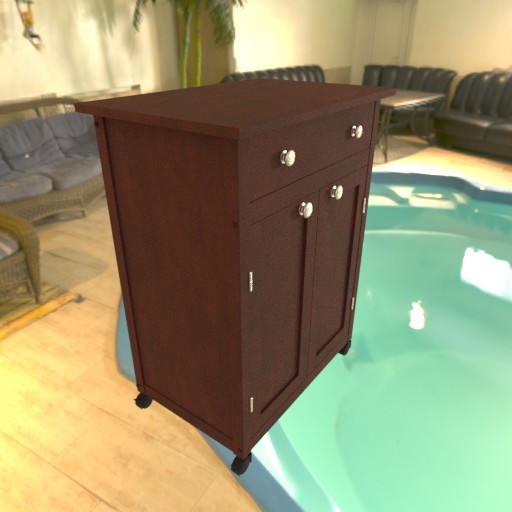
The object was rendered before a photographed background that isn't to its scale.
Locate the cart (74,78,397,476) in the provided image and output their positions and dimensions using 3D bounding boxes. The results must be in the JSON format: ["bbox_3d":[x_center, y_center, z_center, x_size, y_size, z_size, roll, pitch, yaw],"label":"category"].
[{"bbox_3d":[0.000,0.000,1.250,0.442,0.864,0.683,19,33,32],"label":"cart"}]
